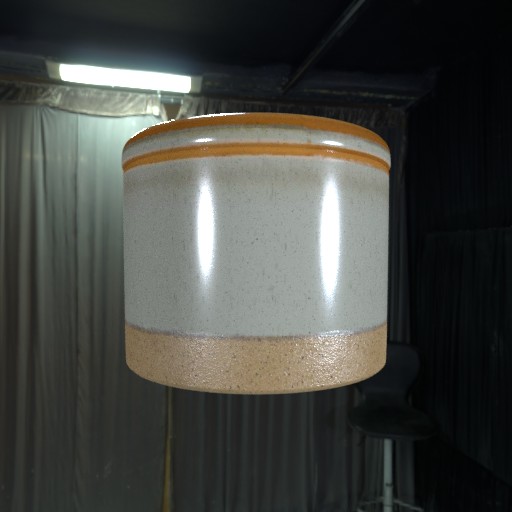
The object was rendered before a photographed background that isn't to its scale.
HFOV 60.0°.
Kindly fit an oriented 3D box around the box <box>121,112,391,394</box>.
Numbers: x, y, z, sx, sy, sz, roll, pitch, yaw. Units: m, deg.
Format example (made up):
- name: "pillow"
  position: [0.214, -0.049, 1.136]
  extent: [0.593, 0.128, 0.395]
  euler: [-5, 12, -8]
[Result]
- name: "box"
  position: [0.000, 0.000, 0.211]
  extent: [0.123, 0.100, 0.123]
  euler: [0, 0, 0]
